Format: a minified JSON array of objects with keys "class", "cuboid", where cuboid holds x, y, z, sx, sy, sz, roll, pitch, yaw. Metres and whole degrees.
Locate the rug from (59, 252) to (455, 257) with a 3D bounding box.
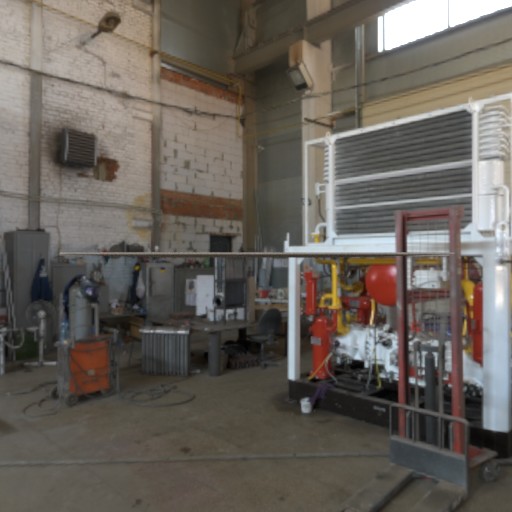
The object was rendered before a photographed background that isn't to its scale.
[{"class":"rug","cuboid":[0.000,0.000,2.902,1.600,0.008,2.235,0,-1,0]}]
